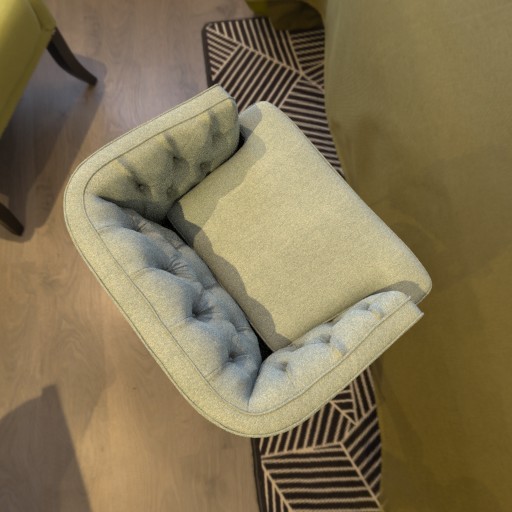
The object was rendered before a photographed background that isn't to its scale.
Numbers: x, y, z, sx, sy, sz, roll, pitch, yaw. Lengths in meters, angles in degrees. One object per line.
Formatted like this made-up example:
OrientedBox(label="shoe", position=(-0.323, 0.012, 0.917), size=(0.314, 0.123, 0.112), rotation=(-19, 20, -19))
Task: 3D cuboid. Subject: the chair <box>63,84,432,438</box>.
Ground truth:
OrientedBox(label="chair", position=(0.000, 0.000, 1.716), size=(0.945, 0.852, 1.094), rotation=(-38, 79, -9))
